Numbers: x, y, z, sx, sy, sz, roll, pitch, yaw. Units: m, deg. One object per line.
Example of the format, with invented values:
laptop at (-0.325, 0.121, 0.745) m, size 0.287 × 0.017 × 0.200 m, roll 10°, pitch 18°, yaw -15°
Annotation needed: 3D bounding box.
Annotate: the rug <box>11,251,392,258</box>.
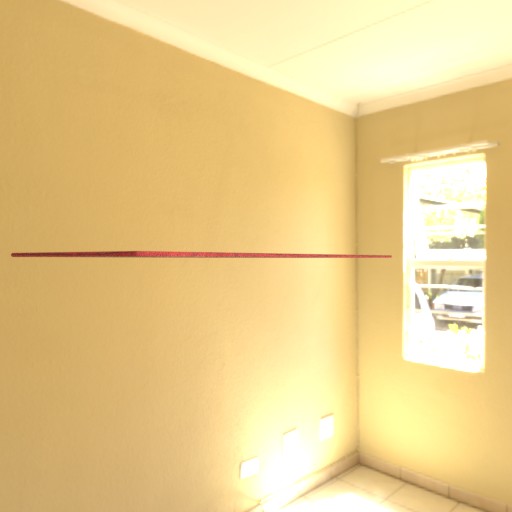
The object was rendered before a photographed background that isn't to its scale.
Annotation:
rug at (0.000, 0.000, 2.630) m, size 0.813 × 0.018 × 2.439 m, roll 0°, pitch 0°, yaw 36°
